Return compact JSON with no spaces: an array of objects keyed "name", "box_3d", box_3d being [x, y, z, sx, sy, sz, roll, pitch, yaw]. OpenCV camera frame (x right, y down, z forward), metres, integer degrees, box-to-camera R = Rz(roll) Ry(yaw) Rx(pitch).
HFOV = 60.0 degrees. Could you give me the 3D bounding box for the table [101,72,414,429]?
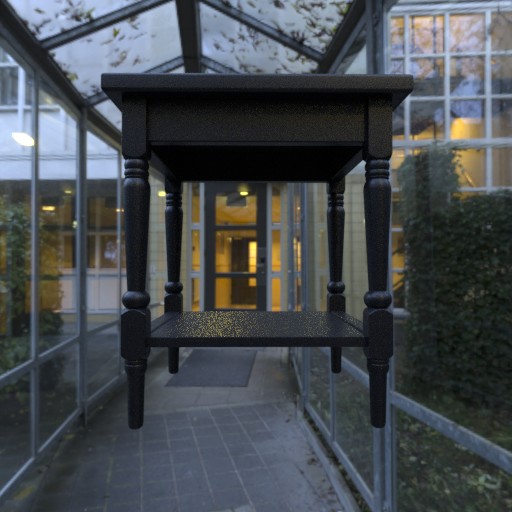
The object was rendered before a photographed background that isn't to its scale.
[{"name":"table","box_3d":[0.000,0.000,0.906,0.488,0.565,0.442,0,-1,-1]}]
